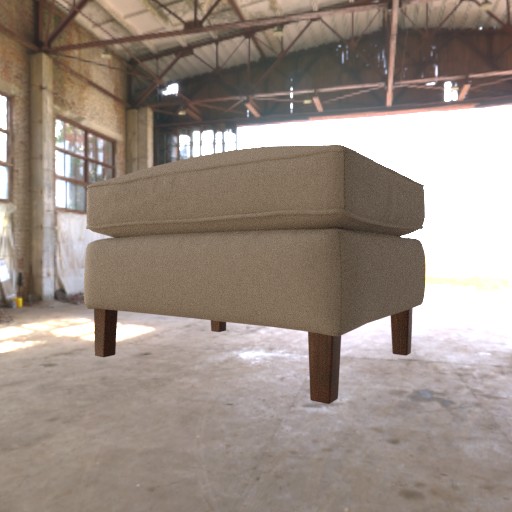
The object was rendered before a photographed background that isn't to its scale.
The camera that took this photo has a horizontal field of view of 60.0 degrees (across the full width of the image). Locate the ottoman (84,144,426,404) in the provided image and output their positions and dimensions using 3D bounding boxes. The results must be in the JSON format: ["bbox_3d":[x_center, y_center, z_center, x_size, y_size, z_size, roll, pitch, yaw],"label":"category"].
[{"bbox_3d":[0.000,0.000,1.022,0.665,0.456,0.501,0,0,35],"label":"ottoman"}]
